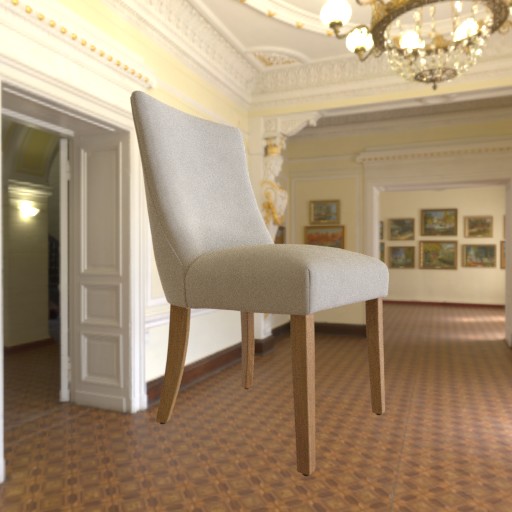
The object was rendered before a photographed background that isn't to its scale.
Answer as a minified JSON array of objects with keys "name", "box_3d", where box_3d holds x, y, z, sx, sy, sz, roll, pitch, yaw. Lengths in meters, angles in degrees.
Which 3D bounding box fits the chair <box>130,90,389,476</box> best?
[{"name":"chair","box_3d":[0.000,0.000,1.246,0.610,0.902,0.495,0,0,35]}]
